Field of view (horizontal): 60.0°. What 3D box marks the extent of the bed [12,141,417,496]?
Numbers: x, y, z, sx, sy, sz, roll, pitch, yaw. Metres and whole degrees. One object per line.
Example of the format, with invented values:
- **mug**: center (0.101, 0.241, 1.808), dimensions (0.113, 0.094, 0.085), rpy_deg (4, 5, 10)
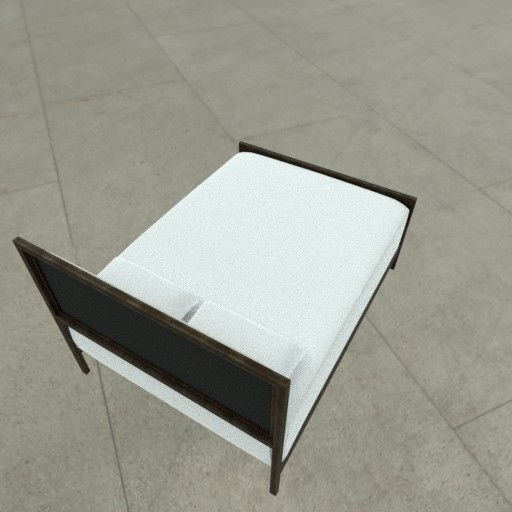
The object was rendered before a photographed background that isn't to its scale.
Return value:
- **bed**: center (0.000, 0.000, 3.133), dimensions (1.607, 1.313, 2.221), rpy_deg (23, 50, 21)
